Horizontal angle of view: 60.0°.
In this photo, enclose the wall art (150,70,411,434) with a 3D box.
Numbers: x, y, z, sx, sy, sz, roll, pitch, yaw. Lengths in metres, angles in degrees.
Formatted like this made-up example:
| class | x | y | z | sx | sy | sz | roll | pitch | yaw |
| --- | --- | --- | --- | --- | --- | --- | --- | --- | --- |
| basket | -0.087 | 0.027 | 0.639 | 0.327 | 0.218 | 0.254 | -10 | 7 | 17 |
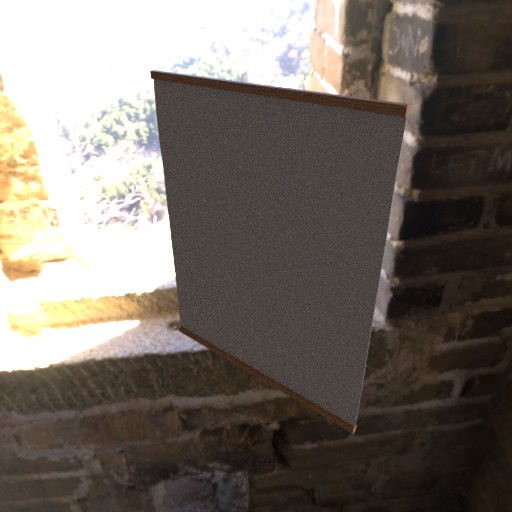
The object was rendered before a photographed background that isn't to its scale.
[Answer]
| class | x | y | z | sx | sy | sz | roll | pitch | yaw |
| --- | --- | --- | --- | --- | --- | --- | --- | --- | --- |
| wall art | 0.000 | 0.000 | 0.693 | 0.404 | 0.507 | 0.010 | 22 | 37 | 33 |
